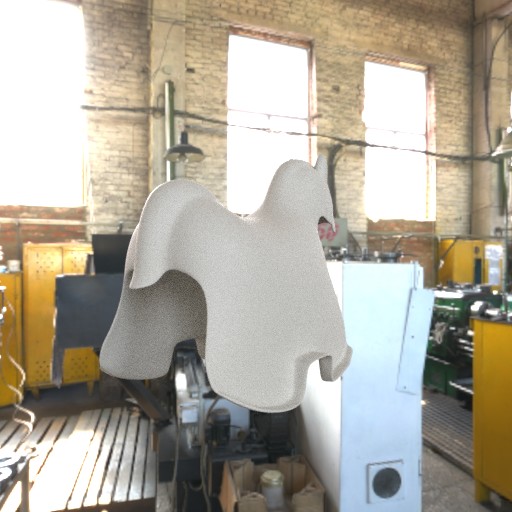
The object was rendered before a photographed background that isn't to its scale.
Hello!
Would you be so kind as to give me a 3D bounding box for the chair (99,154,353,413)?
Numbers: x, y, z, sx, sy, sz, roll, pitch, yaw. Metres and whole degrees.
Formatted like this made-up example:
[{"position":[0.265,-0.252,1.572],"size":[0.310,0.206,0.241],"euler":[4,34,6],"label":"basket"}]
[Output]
[{"position":[0.000,0.000,1.141],"size":[0.429,0.612,0.800],"euler":[0,0,35],"label":"chair"}]
